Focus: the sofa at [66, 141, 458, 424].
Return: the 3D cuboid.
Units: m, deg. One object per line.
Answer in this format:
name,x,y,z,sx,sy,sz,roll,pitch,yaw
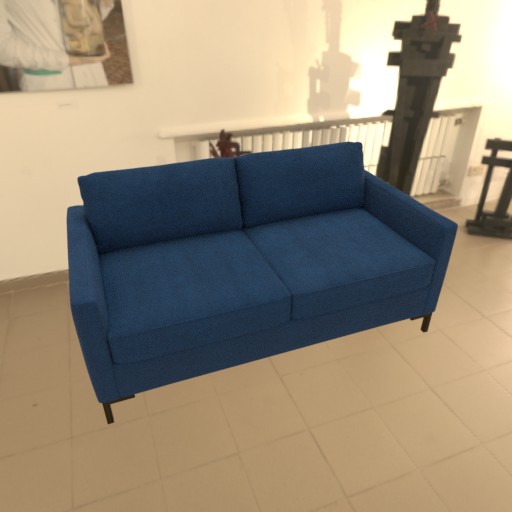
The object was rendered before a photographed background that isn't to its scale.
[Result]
sofa,0.000,0.000,2.173,1.676,0.817,0.875,-11,33,-18
